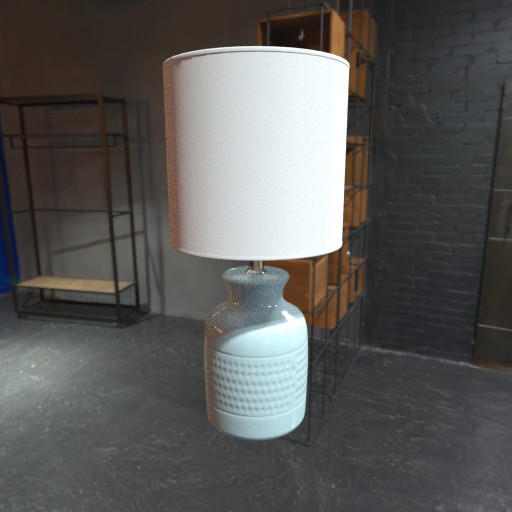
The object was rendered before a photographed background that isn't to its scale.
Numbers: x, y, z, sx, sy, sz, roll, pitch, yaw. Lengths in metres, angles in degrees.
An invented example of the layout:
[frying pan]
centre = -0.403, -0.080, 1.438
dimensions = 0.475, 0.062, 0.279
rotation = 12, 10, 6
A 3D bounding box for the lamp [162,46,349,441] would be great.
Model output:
[lamp]
centre = 0.000, 0.000, 1.102
dimensions = 0.418, 0.871, 0.418
rotation = 6, 14, 26
